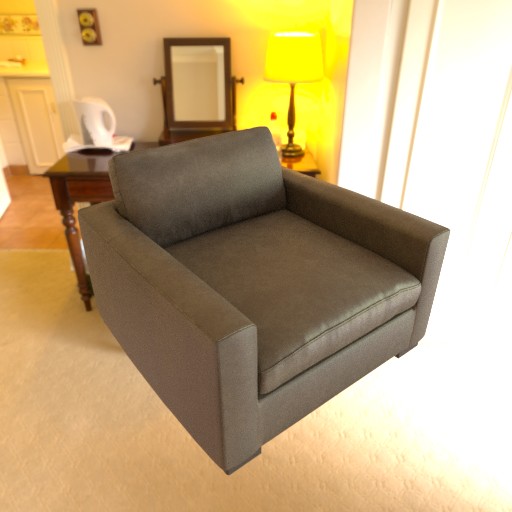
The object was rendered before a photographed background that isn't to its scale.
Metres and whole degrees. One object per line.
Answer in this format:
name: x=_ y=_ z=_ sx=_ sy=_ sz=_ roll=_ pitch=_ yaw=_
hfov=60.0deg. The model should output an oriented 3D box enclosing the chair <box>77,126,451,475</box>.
chair: x=0.000 y=0.000 z=1.809 sx=1.106 sy=0.807 sz=1.080 roll=-21 pitch=35 yaw=-32
